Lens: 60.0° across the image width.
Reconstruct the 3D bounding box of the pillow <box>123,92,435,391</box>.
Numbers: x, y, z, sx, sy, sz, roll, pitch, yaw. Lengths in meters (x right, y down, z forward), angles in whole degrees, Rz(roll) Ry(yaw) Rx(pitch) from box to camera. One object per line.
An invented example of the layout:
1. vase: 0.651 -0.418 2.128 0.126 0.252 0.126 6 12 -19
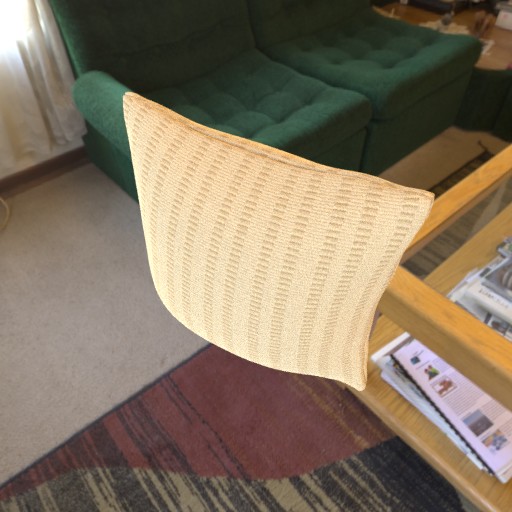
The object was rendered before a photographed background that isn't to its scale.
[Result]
1. pillow: 0.000 0.000 0.684 0.438 0.419 0.247 24 51 21
